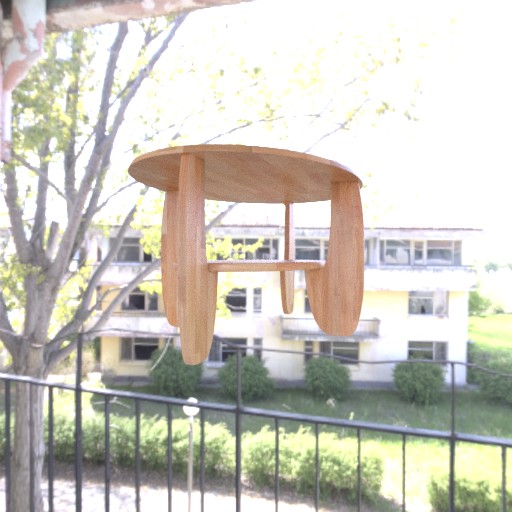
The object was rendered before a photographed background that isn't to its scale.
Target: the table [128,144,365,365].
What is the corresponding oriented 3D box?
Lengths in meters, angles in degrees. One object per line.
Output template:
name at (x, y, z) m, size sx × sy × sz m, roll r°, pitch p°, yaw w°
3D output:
table at (0.000, 0.000, 1.450) m, size 0.690 × 0.490 × 1.040 m, roll 0°, pitch 0°, yaw 18°
